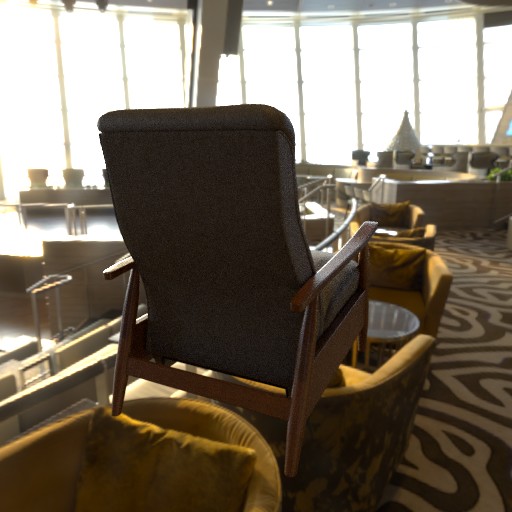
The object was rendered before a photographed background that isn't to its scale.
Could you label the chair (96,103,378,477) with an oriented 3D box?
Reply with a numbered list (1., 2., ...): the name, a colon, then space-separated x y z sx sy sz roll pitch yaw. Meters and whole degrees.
1. chair: 0.000 0.000 1.786 0.762 1.081 1.014 7 16 25
